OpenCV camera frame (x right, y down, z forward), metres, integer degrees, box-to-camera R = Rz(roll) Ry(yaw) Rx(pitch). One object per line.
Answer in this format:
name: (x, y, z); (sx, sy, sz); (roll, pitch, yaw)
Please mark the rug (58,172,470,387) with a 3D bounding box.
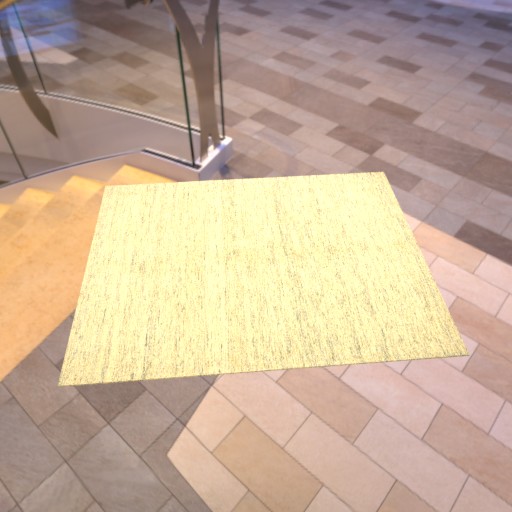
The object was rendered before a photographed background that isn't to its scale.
rug: (0.000, 0.000, 4.255); (3.201, 0.014, 2.437); (-3, 47, -3)
